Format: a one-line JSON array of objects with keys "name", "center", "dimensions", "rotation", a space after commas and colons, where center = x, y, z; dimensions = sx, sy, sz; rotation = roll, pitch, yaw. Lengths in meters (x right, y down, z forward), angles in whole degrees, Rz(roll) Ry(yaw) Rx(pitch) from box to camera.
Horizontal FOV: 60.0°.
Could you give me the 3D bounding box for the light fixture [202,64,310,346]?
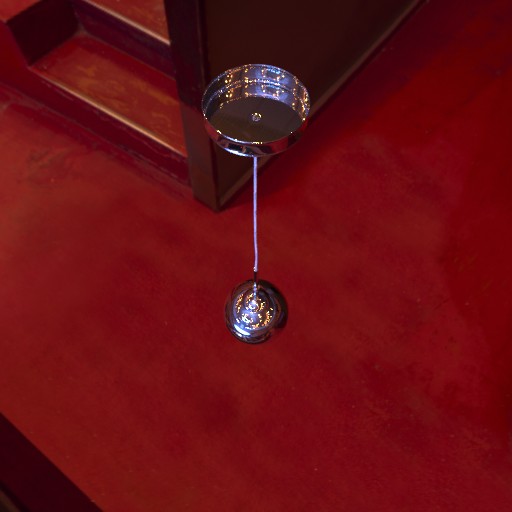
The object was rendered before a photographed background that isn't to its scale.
[{"name": "light fixture", "center": [0.000, 0.000, 1.697], "dimensions": [0.336, 1.538, 0.336], "rotation": [32, 67, 15]}]
